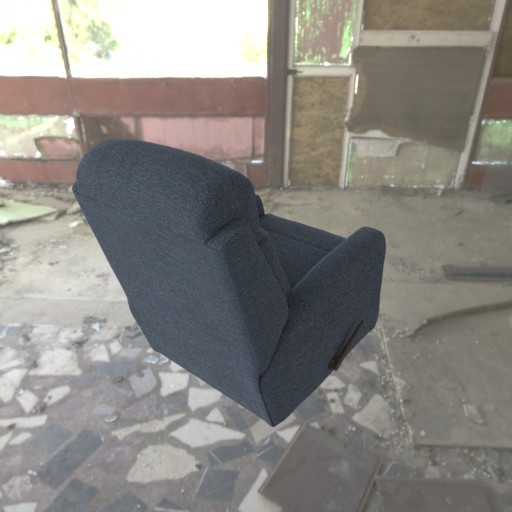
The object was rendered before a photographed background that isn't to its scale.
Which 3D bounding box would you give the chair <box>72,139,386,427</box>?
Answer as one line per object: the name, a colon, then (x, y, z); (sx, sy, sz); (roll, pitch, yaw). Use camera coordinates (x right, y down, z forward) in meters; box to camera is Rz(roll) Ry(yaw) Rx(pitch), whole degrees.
chair: (0.000, 0.000, 1.735); (0.798, 1.013, 1.043); (21, 35, 33)
